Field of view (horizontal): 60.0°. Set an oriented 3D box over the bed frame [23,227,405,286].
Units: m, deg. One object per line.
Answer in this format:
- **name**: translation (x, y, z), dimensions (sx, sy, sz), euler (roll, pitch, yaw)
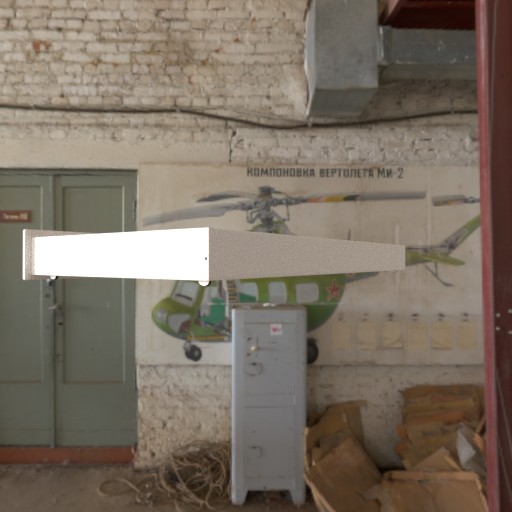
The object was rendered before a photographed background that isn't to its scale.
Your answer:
- **bed frame**: translation (0.000, 0.000, 1.569), dimensions (0.670, 0.141, 1.300), euler (0, -1, 35)
